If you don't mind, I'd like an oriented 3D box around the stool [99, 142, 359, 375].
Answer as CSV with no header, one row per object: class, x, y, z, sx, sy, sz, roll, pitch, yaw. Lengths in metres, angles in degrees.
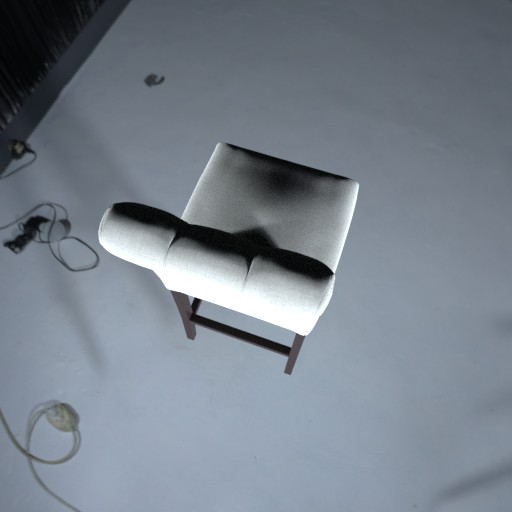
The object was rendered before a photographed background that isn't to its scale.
stool,0.000,0.000,1.385,0.493,1.040,0.601,18,66,8
